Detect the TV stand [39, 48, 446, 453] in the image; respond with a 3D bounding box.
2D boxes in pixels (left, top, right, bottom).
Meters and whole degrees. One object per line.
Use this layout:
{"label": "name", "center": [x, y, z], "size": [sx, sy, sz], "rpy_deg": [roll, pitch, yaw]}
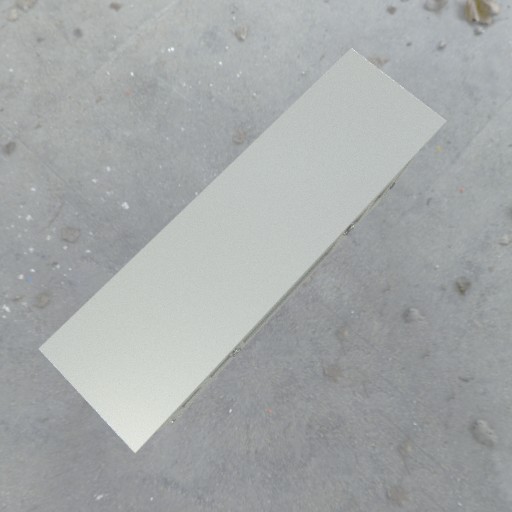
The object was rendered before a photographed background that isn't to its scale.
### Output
{"label": "TV stand", "center": [0.000, 0.000, 1.437], "size": [0.344, 0.603, 1.167], "rpy_deg": [42, 80, 10]}
